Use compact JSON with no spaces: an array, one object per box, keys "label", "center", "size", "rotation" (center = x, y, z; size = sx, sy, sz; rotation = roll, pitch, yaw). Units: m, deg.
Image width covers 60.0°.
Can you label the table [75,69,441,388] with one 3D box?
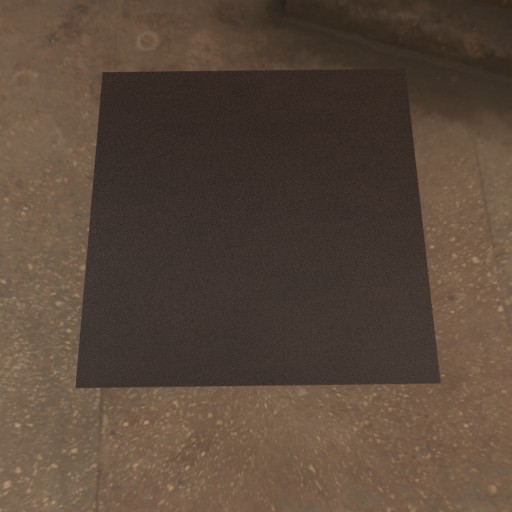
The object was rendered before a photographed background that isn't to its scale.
[{"label":"table","center":[0.000,0.000,1.374],"size":[0.749,0.770,0.749],"rotation":[-1,75,0]}]
